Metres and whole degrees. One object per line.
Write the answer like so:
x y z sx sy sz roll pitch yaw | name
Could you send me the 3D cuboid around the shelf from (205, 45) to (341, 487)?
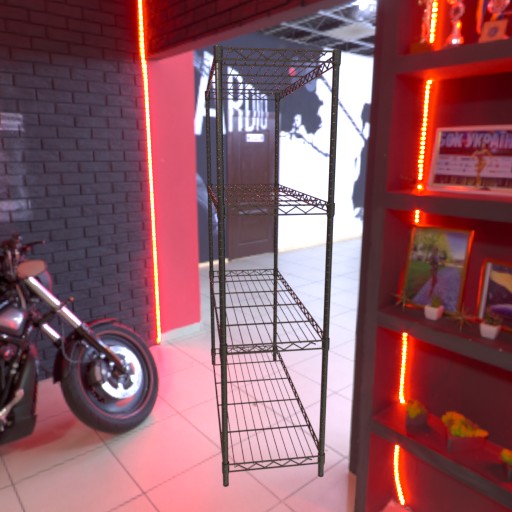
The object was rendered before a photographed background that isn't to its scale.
0.000 0.000 1.779 0.352 1.361 0.907 -2 13 -8 | shelf
